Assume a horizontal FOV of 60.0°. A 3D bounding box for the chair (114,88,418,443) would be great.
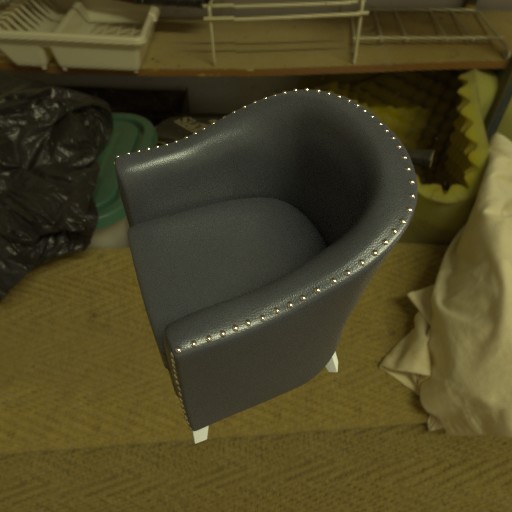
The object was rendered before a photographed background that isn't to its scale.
[{"bbox_3d":[0.000,0.000,1.422,0.748,0.823,0.794,-16,49,-14],"label":"chair"}]
